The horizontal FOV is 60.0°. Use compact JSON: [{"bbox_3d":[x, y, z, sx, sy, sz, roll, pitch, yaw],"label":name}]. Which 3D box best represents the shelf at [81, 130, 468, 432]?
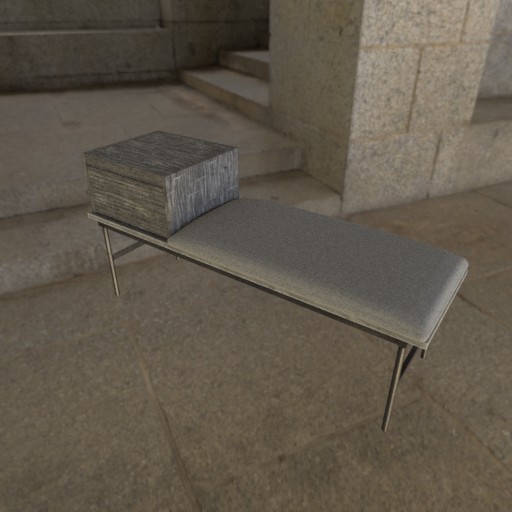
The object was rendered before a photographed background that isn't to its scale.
[{"bbox_3d":[0.000,0.000,1.625,1.342,0.633,0.457,20,36,30],"label":"shelf"}]
